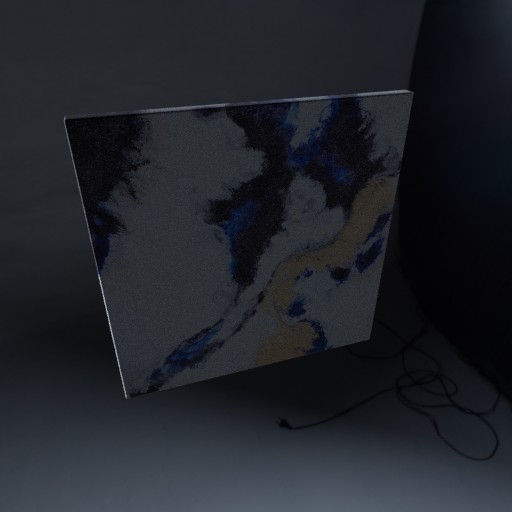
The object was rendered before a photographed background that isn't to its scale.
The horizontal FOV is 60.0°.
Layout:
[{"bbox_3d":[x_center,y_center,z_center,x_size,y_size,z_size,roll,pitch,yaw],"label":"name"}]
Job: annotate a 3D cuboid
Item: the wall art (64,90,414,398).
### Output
[{"bbox_3d":[0.000,0.000,1.323,0.887,0.885,0.038,-10,33,-16],"label":"wall art"}]
